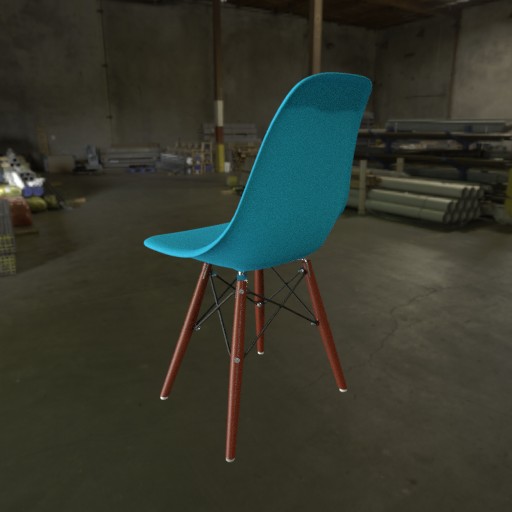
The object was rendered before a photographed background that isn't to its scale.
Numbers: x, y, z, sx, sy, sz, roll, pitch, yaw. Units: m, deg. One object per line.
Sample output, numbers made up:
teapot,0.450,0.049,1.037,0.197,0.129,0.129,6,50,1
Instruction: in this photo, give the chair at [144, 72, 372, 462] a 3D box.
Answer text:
chair,0.000,0.000,1.138,0.470,0.826,0.533,-15,21,-42
